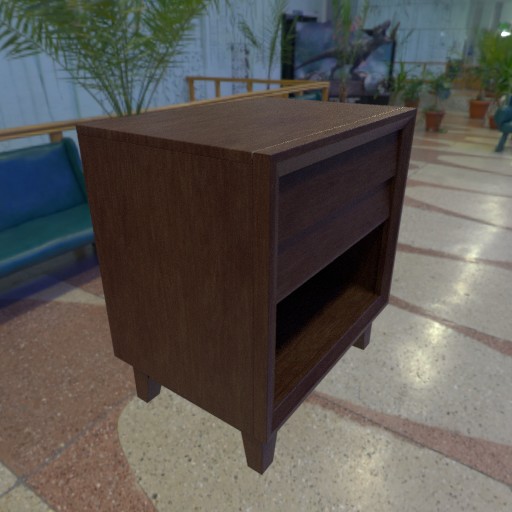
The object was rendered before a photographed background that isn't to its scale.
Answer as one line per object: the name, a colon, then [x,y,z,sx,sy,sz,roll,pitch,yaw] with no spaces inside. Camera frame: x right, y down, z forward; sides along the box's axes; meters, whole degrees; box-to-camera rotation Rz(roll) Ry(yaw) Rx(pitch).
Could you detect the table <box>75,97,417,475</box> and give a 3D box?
table: [0.000,0.000,0.992,0.449,0.609,0.557,17,30,32]
